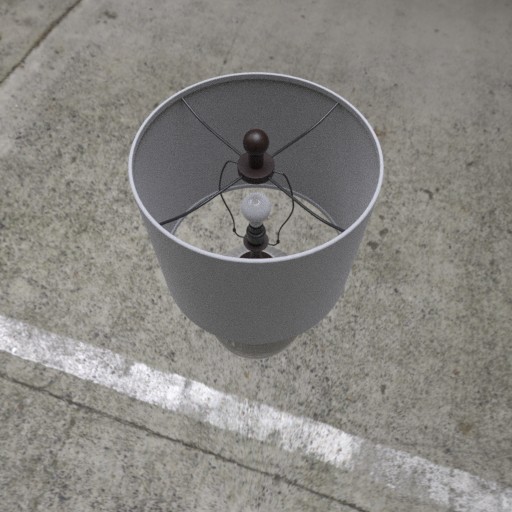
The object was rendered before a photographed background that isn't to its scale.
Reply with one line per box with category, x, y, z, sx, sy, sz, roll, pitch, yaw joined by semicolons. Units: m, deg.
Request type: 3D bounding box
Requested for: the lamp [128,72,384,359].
lamp;0.000;0.000;0.769;0.318;0.567;0.318;0;59;0
